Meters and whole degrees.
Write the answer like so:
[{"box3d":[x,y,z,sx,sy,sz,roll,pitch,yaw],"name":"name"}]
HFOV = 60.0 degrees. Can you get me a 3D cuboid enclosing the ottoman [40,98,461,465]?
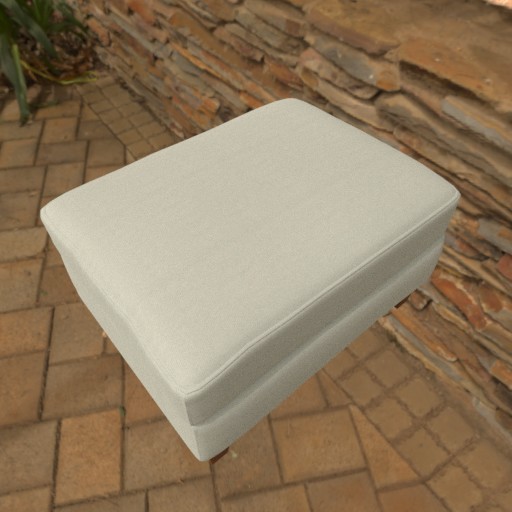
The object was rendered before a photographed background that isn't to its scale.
[{"box3d":[0.000,0.000,1.172,0.818,0.496,0.634,-32,55,-26],"name":"ottoman"}]
